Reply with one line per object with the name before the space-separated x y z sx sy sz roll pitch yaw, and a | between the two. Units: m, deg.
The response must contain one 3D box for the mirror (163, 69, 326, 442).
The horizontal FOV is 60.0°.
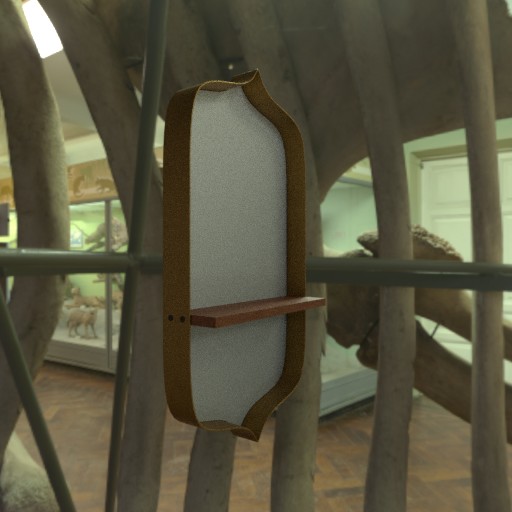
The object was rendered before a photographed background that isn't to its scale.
mirror | 0.000 0.000 0.730 0.096 0.613 0.323 0 0 35
